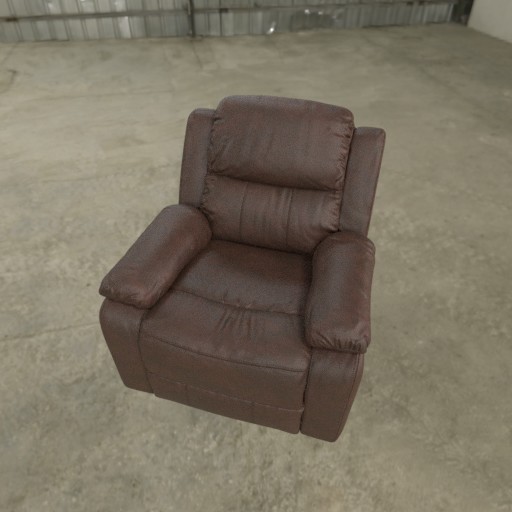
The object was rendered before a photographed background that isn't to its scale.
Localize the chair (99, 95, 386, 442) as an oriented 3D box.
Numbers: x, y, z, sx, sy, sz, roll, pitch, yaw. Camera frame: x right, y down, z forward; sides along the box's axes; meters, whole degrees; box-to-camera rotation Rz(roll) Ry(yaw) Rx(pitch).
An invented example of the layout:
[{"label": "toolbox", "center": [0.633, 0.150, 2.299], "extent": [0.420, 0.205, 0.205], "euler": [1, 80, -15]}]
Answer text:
[{"label": "chair", "center": [0.000, 0.000, 1.267], "extent": [0.680, 0.702, 0.707], "euler": [11, 41, 12]}]
